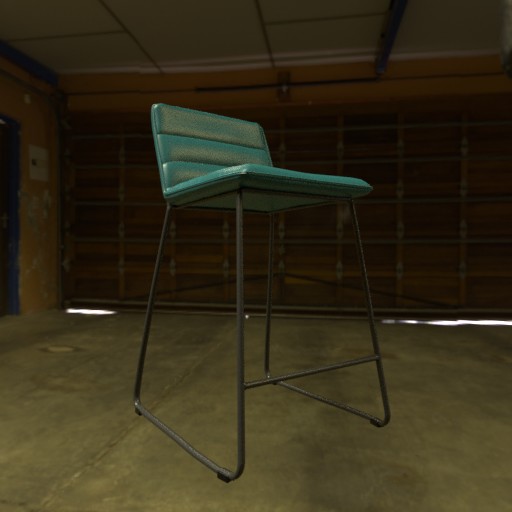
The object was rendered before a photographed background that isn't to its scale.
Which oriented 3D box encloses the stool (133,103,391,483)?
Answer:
[{"bbox_3d":[0.000,0.000,1.171,0.489,0.866,0.524,-1,1,-36],"label":"stool"}]
